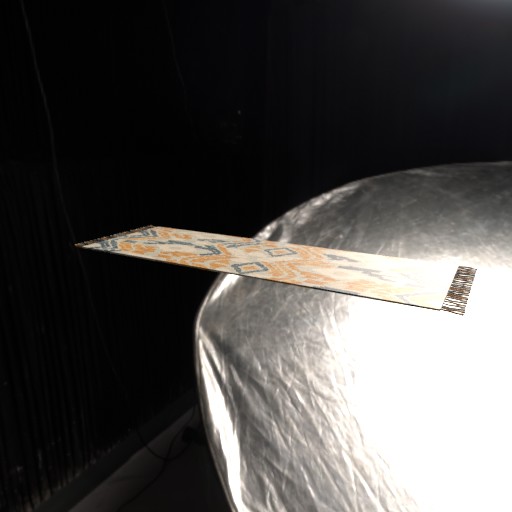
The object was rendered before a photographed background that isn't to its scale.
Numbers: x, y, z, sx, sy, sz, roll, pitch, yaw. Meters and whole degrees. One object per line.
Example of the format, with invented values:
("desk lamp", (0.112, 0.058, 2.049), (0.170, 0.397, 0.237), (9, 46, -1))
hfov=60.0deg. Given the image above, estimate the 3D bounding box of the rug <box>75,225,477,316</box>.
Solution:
("rug", (0.000, 0.000, 2.753), (2.437, 0.010, 0.783), (9, 18, 28))
